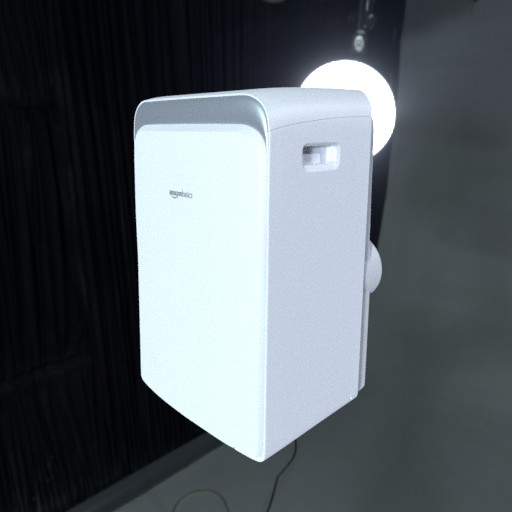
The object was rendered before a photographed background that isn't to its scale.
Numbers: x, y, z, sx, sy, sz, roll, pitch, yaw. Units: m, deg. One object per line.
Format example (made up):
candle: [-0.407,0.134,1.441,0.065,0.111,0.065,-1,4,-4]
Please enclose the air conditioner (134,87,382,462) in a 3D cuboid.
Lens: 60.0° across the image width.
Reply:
air conditioner: [0.000,0.000,1.085,0.478,0.765,0.467,15,22,42]
